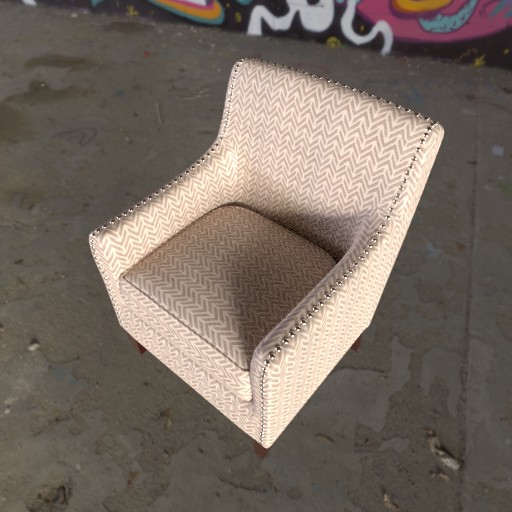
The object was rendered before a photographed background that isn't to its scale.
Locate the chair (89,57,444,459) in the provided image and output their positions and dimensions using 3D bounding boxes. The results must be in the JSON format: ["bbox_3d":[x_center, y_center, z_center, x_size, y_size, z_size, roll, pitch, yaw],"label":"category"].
[{"bbox_3d":[0.000,0.000,1.266,0.623,0.816,0.651,31,53,27],"label":"chair"}]
